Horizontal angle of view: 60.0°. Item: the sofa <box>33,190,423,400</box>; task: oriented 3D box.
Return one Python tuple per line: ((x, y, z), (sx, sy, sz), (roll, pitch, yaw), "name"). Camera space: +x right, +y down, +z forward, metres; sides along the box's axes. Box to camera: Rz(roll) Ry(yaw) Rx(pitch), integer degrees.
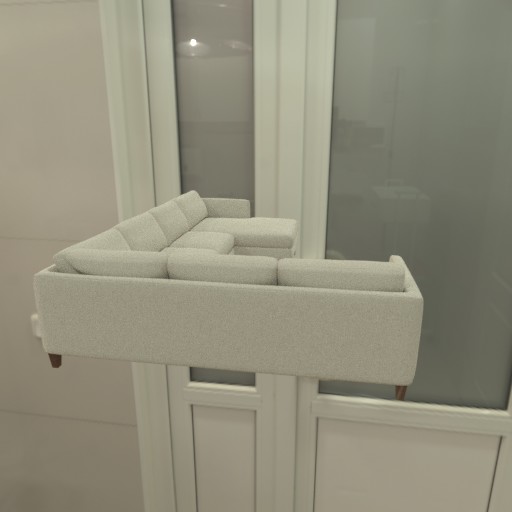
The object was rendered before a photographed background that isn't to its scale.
((0.000, 0.000, 4.342), (2.551, 0.853, 3.238), (3, 17, 9), "sofa")
